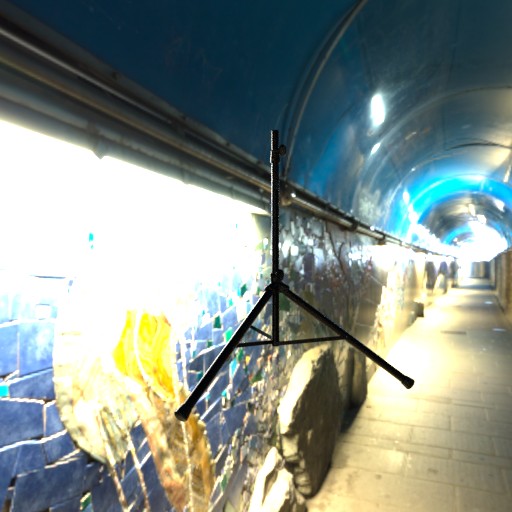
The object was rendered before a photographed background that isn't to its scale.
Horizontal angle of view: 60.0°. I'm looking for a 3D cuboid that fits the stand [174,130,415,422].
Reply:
[{"bbox_3d":[0.000,0.000,1.855,1.045,1.136,0.907,-1,-2,36],"label":"stand"}]
